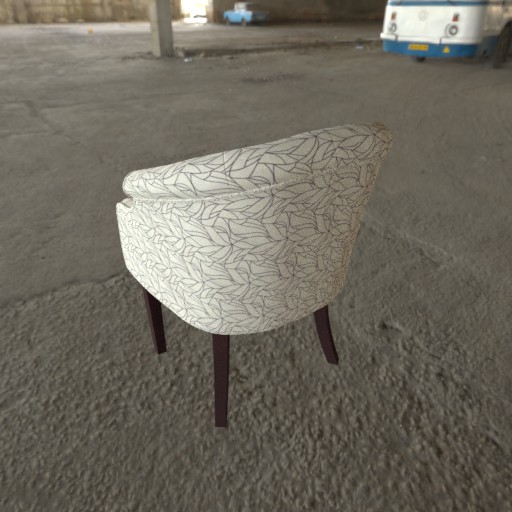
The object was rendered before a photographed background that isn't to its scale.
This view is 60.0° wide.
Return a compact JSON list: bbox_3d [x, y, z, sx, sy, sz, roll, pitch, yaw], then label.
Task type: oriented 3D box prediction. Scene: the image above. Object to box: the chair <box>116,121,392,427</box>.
[{"bbox_3d":[0.000,0.000,1.320,0.686,0.858,0.613,-19,35,-30],"label":"chair"}]
